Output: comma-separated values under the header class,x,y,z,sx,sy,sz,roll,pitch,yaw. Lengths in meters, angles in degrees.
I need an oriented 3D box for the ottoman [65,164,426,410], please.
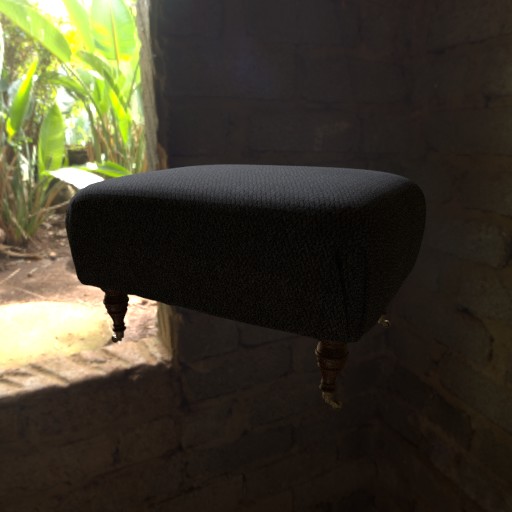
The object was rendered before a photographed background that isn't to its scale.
class,x,y,z,sx,sy,sz,roll,pitch,yaw
ottoman,0.000,0.000,1.134,0.747,0.450,0.622,8,18,27
